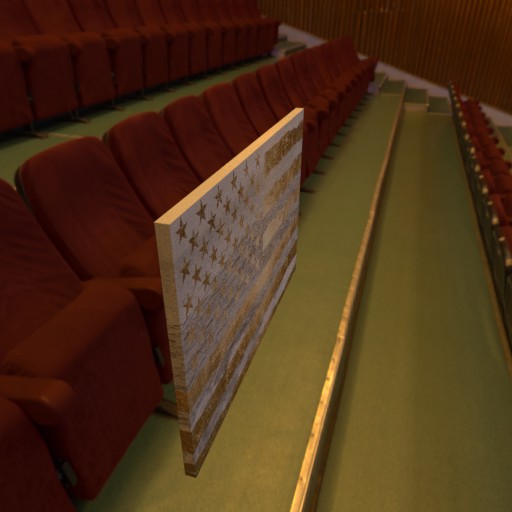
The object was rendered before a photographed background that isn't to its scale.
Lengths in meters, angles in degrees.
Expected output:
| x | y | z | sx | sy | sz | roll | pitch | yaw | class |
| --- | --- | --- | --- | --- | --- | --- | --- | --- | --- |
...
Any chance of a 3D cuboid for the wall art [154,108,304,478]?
| x | y | z | sx | sy | sz | roll | pitch | yaw | class |
| --- | --- | --- | --- | --- | --- | --- | --- | --- | --- |
| 0.000 | 0.000 | 1.208 | 0.027 | 0.610 | 0.932 | 9 | 30 | 16 | wall art |
